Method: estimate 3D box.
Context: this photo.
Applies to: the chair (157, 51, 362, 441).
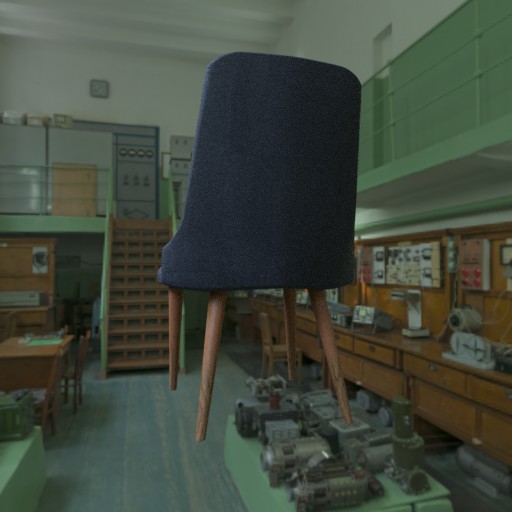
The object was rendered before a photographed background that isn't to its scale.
[{"bbox_3d":[0.000,0.000,1.175,0.504,0.820,0.567,0,-1,-17],"label":"chair"}]
